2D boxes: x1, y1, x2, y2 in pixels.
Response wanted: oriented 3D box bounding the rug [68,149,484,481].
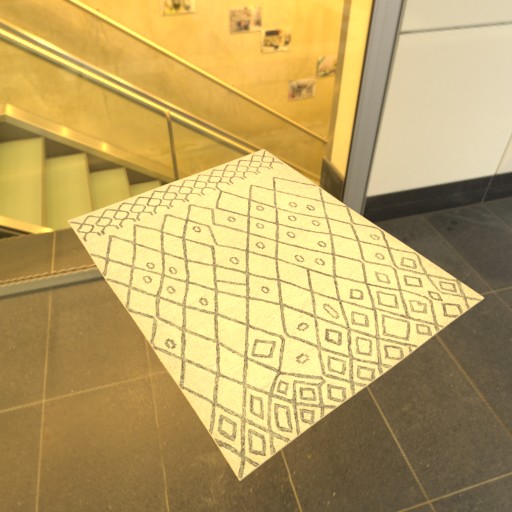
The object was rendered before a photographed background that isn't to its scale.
[{"bbox_3d":[0.000,0.000,4.027,2.446,0.015,3.046,-26,48,-26],"label":"rug"}]
